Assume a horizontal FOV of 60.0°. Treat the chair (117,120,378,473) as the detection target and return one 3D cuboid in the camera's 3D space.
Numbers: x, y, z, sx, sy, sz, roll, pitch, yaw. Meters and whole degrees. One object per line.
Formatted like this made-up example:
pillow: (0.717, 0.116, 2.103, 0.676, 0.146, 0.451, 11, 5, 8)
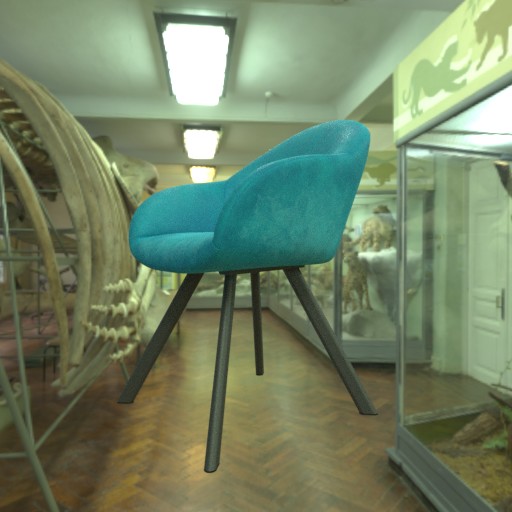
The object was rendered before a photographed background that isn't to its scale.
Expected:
chair: (0.000, 0.000, 1.185, 0.590, 0.795, 0.550, -1, 1, -37)
